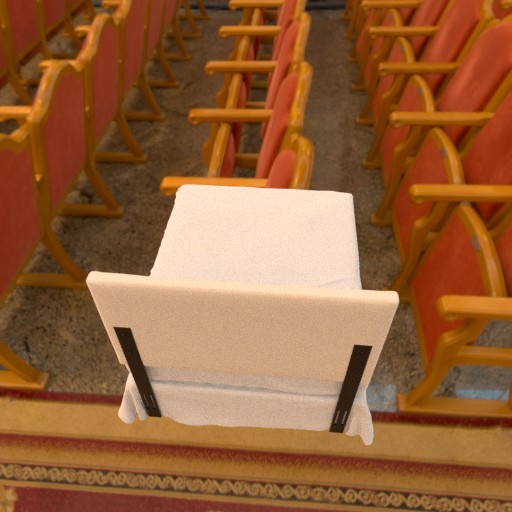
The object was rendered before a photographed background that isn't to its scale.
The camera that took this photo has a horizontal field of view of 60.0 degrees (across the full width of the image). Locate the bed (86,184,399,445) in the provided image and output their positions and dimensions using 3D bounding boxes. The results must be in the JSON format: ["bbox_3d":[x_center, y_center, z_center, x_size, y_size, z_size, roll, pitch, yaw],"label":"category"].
[{"bbox_3d":[0.000,0.000,3.530,1.936,1.577,2.222,4,46,4],"label":"bed"}]
